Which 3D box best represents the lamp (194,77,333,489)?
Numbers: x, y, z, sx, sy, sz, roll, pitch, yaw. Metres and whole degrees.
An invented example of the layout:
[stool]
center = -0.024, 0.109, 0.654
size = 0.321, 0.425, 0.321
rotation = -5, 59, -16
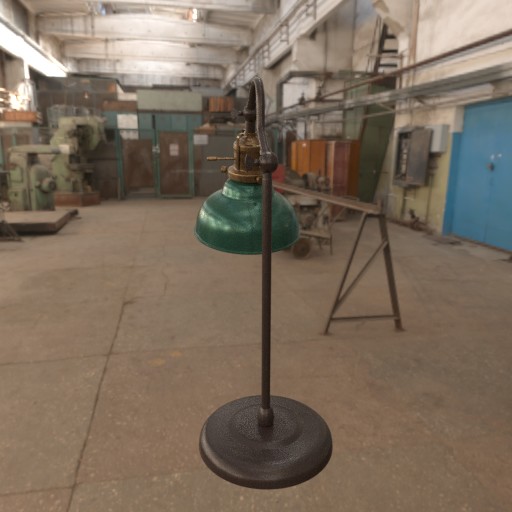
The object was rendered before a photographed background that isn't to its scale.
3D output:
[lamp]
center = 0.000, 0.000, 0.672
size = 0.192, 0.508, 0.374
rotation = -2, 13, -9
